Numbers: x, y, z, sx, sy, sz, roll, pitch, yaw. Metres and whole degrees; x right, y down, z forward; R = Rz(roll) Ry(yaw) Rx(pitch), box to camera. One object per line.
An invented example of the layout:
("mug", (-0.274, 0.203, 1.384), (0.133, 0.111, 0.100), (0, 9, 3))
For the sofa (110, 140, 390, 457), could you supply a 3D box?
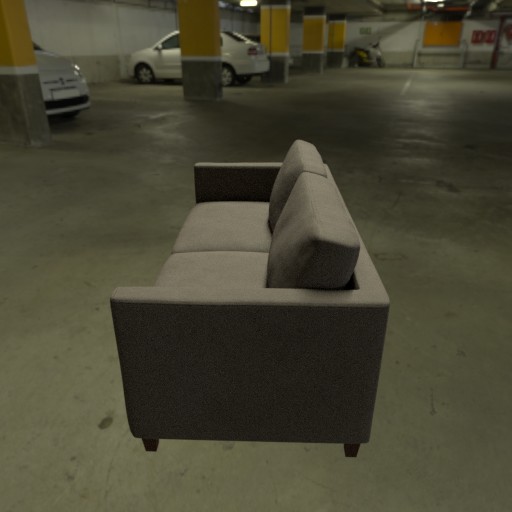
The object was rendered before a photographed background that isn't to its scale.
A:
("sofa", (0.000, 0.000, 2.379), (0.950, 0.963, 1.884), (1, 25, 2))
